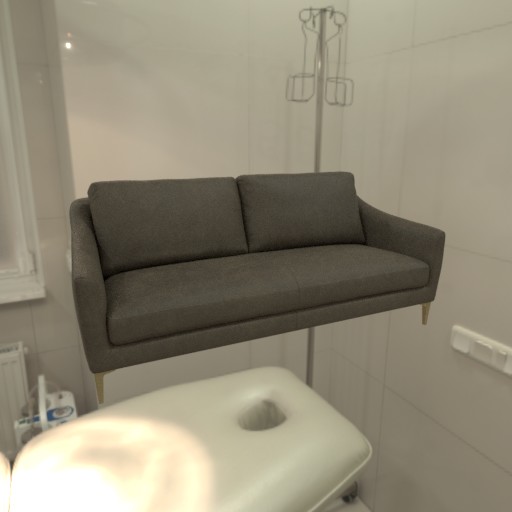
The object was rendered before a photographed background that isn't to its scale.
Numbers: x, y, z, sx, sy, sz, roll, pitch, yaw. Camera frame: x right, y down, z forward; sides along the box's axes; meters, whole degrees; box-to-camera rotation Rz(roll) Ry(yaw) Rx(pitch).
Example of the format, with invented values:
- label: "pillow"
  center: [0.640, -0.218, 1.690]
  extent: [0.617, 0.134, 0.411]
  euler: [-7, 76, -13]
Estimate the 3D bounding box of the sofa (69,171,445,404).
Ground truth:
- label: "sofa"
  center: [0.000, 0.000, 2.589]
  extent: [2.036, 0.902, 0.960]
  euler: [-7, 16, -25]
